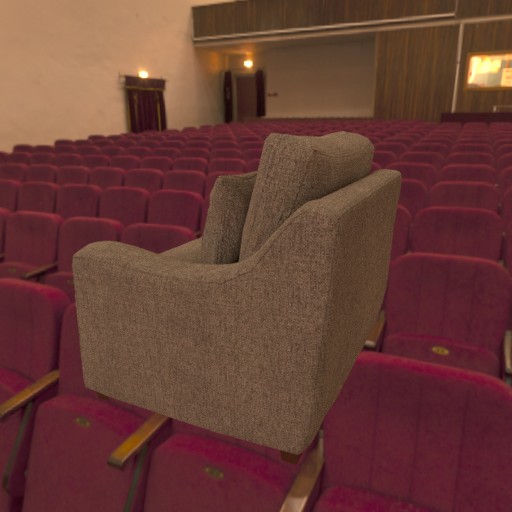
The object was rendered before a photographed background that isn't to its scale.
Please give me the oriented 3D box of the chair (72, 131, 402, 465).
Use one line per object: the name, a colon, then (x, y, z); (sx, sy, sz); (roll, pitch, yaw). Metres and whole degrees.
chair: (0.000, 0.000, 1.906); (1.009, 1.037, 1.138); (8, 18, 24)
